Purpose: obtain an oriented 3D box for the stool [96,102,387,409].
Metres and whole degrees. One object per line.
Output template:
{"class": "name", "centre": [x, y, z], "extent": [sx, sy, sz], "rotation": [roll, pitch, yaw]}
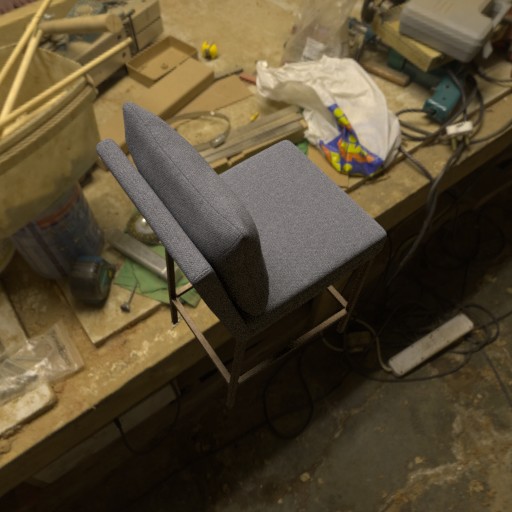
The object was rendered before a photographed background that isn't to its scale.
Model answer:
{"class": "stool", "centre": [0.000, 0.000, 1.332], "extent": [0.569, 1.031, 0.463], "rotation": [-31, 63, -18]}
